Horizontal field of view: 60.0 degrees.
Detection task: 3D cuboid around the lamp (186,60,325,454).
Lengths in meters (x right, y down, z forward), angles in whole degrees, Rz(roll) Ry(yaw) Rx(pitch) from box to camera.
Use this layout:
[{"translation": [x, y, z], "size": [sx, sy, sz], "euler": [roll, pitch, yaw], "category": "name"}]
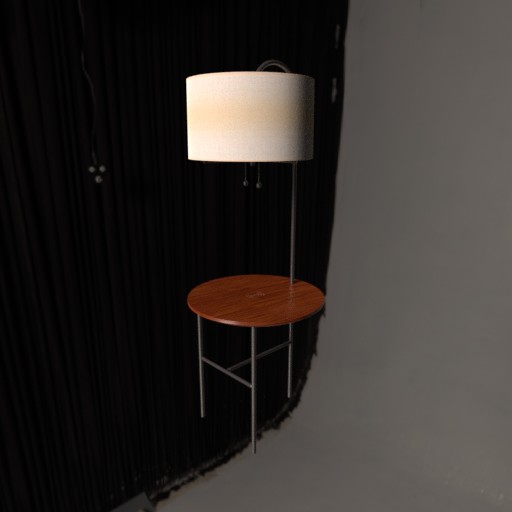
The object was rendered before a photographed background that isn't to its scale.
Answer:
[{"translation": [0.000, 0.000, 1.829], "size": [0.573, 1.517, 0.573], "euler": [0, 15, 0], "category": "lamp"}]
